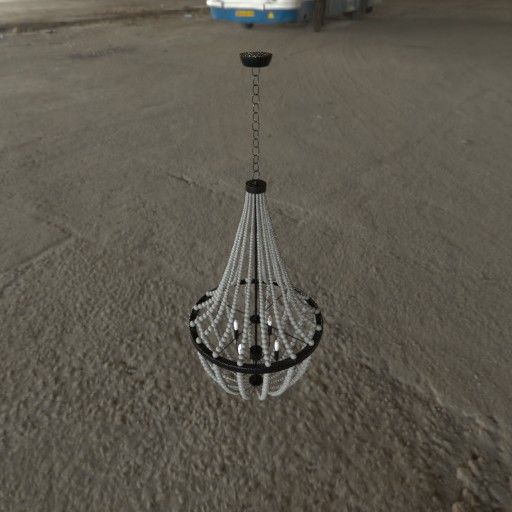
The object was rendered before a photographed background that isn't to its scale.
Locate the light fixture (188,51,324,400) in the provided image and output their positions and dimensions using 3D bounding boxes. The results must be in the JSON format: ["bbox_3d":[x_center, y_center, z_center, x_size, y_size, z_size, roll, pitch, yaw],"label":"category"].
[{"bbox_3d":[0.000,0.000,1.352,0.450,1.133,0.450,0,33,0],"label":"light fixture"}]
